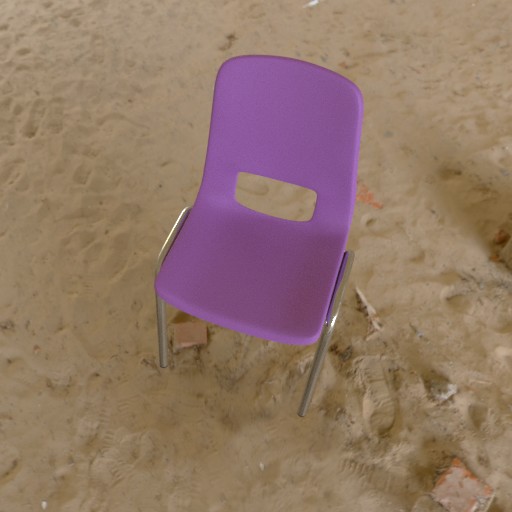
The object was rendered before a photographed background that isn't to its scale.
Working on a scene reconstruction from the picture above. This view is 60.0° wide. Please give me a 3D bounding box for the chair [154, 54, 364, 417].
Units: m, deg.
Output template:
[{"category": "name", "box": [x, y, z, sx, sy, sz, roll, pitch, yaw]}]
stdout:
[{"category": "chair", "box": [0.000, 0.000, 0.690, 0.291, 0.493, 0.301, 16, 59, 10]}]
